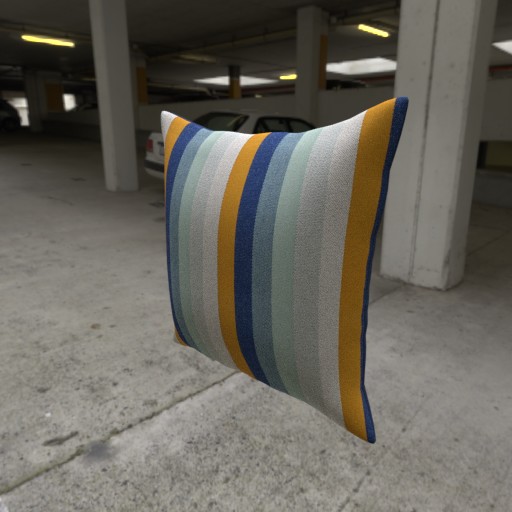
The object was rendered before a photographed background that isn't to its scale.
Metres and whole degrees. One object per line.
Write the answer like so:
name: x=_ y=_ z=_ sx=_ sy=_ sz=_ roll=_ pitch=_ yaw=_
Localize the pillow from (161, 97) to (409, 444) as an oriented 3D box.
pillow: x=0.000 y=0.000 z=0.703 sx=0.463 sy=0.454 sz=0.173 roll=14 pitch=21 yaw=41
